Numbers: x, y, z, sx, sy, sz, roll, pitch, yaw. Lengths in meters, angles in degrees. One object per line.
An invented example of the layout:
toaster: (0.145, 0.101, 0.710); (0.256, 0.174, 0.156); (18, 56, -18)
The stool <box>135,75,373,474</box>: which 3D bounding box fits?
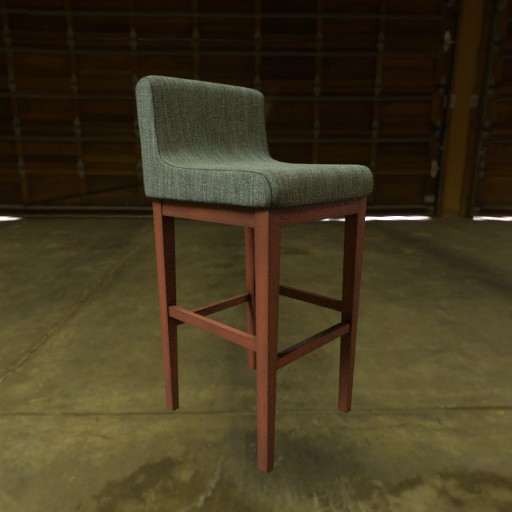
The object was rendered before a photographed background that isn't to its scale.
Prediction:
stool: (0.000, 0.000, 1.257); (0.499, 0.965, 0.426); (13, 18, 42)
